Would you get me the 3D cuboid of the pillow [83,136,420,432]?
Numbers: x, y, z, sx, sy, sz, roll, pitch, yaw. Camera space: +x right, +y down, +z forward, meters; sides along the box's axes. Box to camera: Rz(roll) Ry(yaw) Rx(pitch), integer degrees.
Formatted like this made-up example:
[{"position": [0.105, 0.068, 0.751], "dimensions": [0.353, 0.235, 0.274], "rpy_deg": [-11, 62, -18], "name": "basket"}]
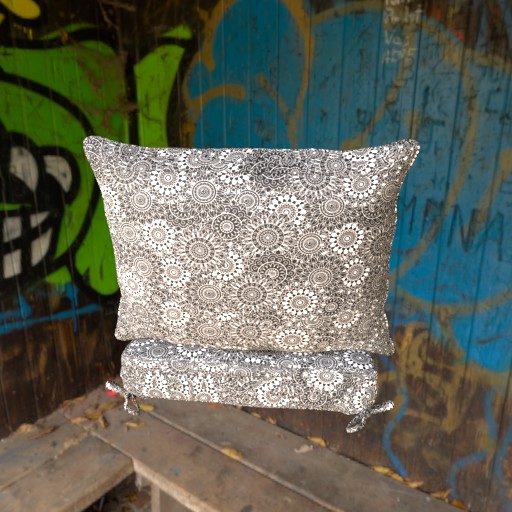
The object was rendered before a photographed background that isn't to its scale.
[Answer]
[{"position": [0.000, 0.000, 1.364], "dimensions": [0.798, 0.722, 0.740], "rpy_deg": [2, 16, 7], "name": "pillow"}]
